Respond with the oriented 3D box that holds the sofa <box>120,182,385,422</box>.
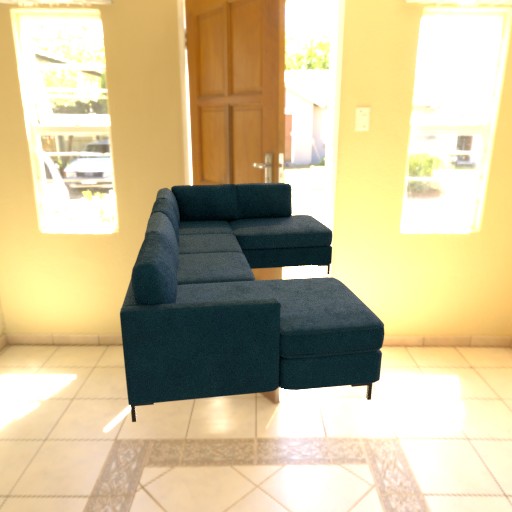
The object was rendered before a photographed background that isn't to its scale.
[{"bbox_3d":[0.000,0.000,4.234,2.055,0.992,3.434,-3,17,-9],"label":"sofa"}]
